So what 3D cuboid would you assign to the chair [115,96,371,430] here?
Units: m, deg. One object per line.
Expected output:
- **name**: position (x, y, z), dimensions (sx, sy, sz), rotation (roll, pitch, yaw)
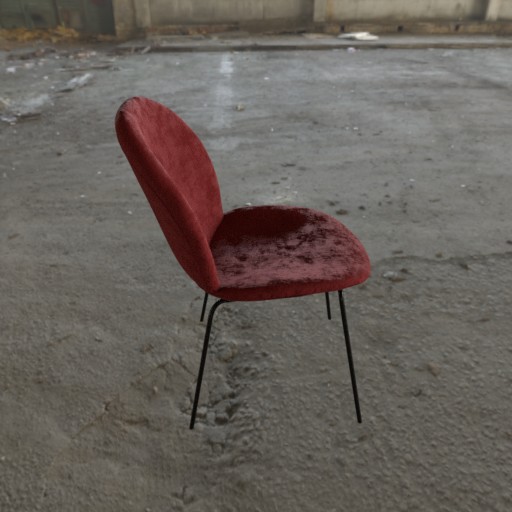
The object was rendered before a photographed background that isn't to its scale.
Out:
- **chair**: position (0.000, 0.000, 1.168), dimensions (0.587, 0.791, 0.458), rotation (-1, 31, -2)
